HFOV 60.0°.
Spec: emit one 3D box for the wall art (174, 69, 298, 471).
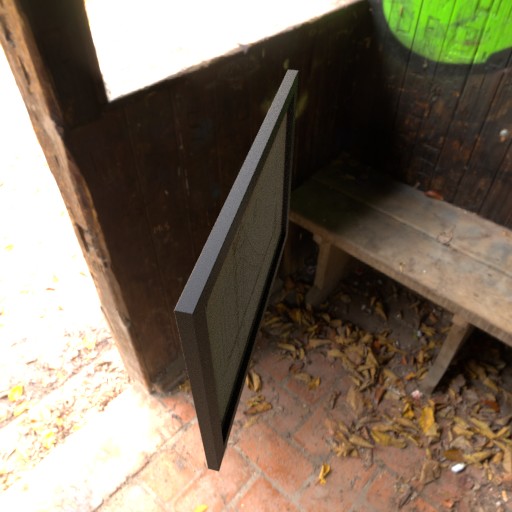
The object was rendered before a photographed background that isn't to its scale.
[{"bbox_3d":[0.000,0.000,0.571,0.016,0.306,0.432,10,46,10],"label":"wall art"}]
